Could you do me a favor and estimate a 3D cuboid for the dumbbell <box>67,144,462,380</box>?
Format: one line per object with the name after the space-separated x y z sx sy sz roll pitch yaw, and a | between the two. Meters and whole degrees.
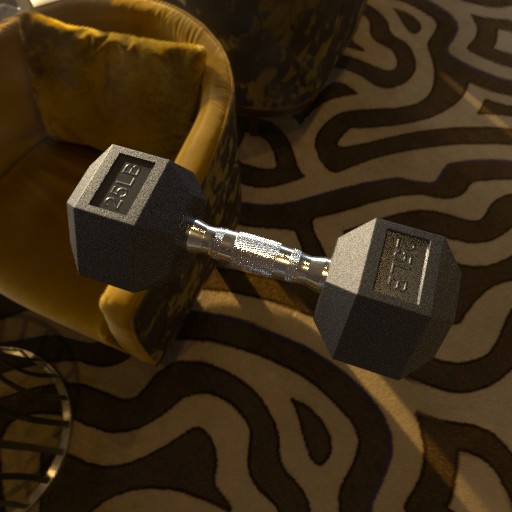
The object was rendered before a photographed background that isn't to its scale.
0.000 0.000 0.380 0.315 0.113 0.129 17 64 8 | dumbbell
